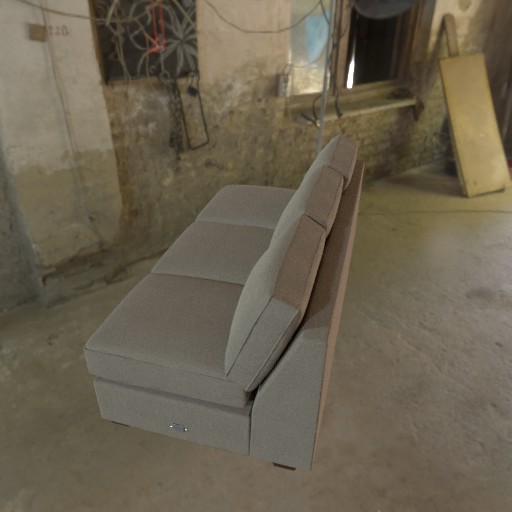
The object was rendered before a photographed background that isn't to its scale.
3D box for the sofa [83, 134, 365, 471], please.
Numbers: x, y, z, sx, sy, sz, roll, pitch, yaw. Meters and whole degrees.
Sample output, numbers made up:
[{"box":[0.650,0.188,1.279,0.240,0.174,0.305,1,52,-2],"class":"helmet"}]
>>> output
[{"box":[0.000,0.000,2.750,1.127,1.036,2.092,8,32,13],"class":"sofa"}]
